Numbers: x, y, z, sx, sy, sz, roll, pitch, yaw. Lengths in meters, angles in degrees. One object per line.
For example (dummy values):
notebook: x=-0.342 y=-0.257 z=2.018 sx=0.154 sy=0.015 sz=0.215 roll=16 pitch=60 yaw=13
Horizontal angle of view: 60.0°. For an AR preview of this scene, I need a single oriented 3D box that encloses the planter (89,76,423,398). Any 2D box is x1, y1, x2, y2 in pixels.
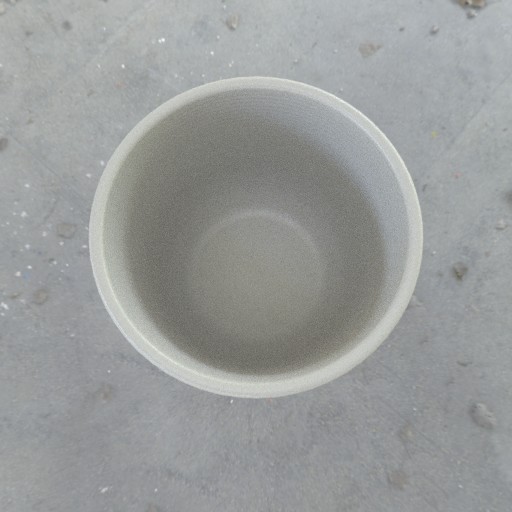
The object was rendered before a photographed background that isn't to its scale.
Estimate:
planter: x=0.000 y=0.000 z=0.216 sx=0.124 sy=0.109 sz=0.124 roll=0 pitch=77 yaw=0
